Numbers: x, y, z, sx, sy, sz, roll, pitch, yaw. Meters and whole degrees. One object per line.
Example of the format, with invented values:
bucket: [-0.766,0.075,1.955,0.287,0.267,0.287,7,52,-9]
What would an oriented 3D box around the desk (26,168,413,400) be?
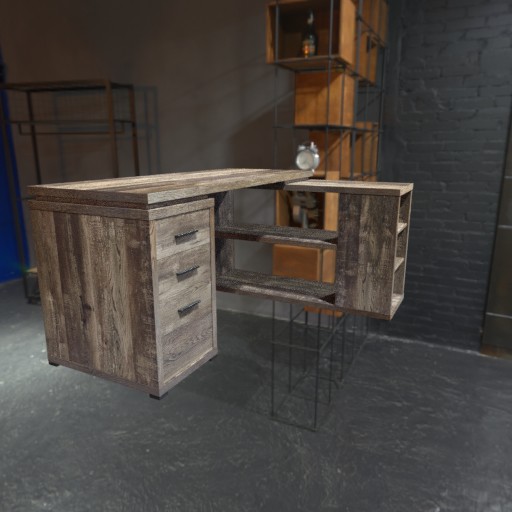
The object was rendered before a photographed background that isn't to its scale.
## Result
desk: [0.000,0.000,2.184,1.200,0.753,1.524,7,16,27]
